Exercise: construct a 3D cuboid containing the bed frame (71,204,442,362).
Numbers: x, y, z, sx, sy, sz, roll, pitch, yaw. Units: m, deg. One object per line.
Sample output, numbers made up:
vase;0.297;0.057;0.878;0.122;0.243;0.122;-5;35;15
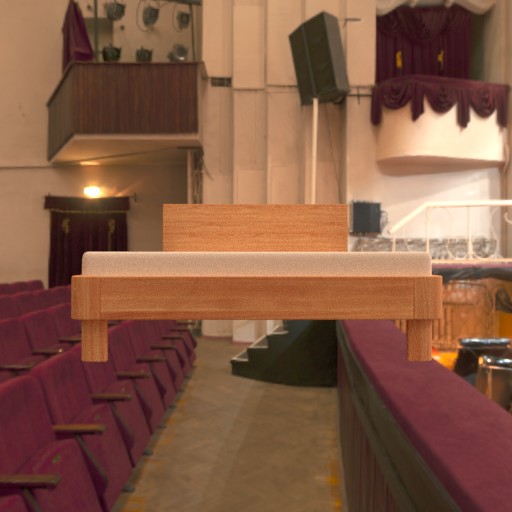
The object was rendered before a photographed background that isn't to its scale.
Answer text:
bed frame;0.000;0.000;2.968;1.660;0.940;2.092;0;0;0
